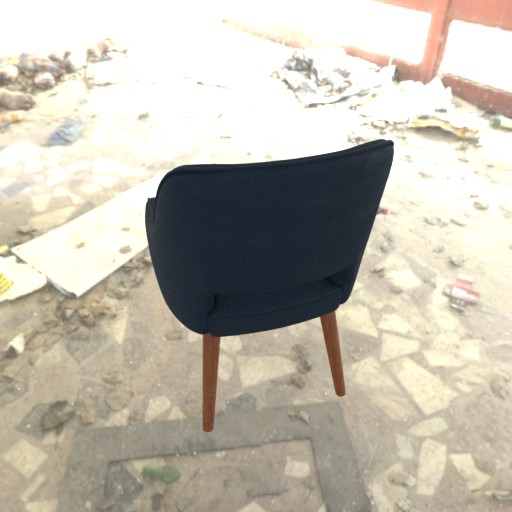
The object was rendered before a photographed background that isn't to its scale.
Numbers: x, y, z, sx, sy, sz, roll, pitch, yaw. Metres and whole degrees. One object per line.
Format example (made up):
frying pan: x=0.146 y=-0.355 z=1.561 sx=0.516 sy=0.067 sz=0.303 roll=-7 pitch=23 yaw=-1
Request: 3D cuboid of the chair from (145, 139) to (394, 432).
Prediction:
chair: x=0.000 y=0.000 z=1.221 sx=0.559 sy=0.844 sz=0.591 roll=-10 pitch=40 yaw=-12
